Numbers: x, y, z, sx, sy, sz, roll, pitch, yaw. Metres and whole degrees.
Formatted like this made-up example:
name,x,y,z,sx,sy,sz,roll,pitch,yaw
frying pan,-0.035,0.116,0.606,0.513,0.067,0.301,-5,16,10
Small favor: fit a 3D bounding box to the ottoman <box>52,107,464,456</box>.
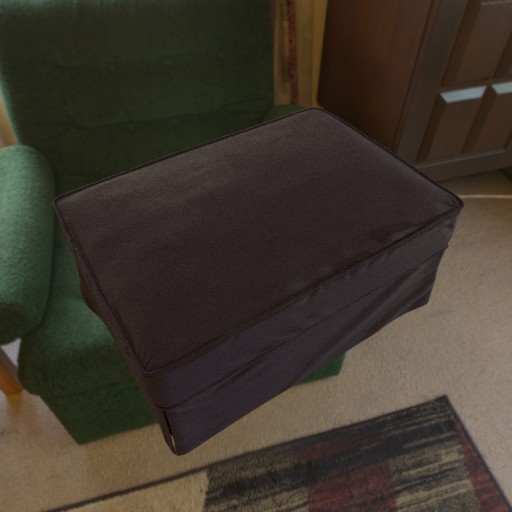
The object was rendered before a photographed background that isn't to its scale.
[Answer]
name,x,y,z,sx,sy,sz,roll,pitch,yaw
ottoman,0.000,0.000,1.291,0.938,0.503,0.637,-26,52,-22
